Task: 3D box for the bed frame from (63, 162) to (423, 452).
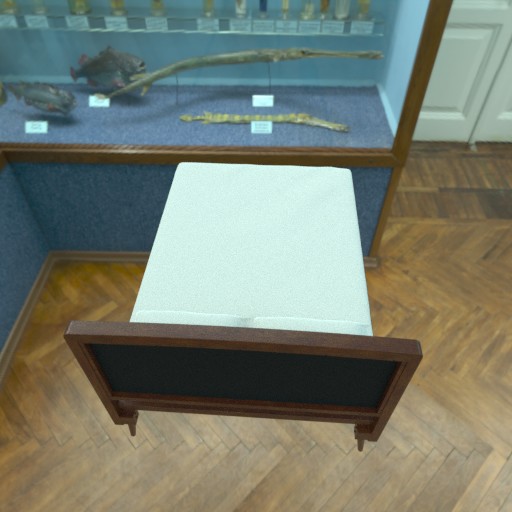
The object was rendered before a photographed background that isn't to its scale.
[{"bbox_3d":[0.000,0.000,3.107,1.587,1.279,2.171,3,48,3],"label":"bed frame"}]
